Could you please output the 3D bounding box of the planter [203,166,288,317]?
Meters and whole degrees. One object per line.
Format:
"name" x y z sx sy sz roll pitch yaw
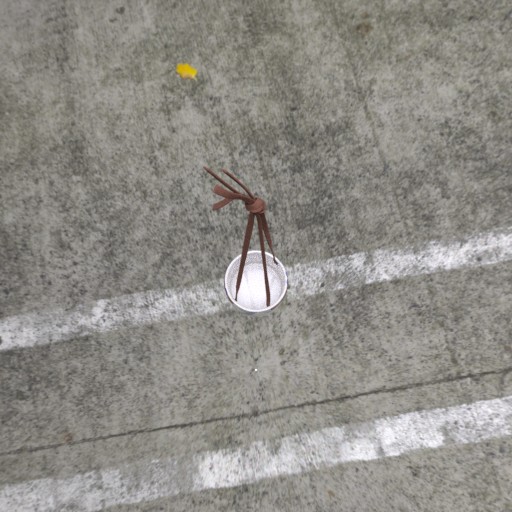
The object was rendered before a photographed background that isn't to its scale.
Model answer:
"planter" 0.000 0.000 0.836 0.157 0.753 0.153 -10 76 -3
